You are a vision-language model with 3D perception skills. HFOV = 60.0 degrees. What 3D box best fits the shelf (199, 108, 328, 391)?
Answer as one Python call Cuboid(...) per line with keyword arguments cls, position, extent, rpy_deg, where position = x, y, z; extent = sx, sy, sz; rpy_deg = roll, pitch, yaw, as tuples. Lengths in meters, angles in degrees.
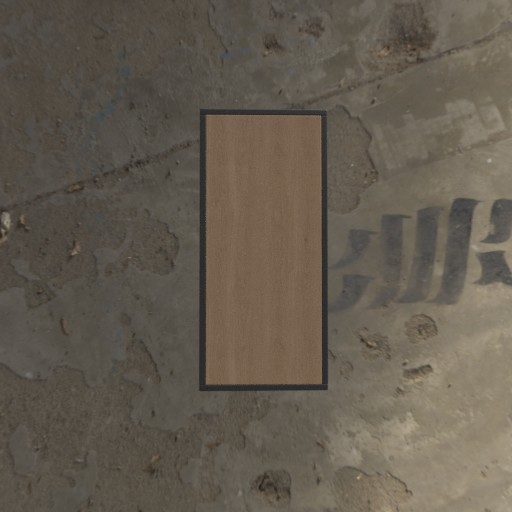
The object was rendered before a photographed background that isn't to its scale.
Cuboid(cls="shelf", position=(0.000, 0.000, 2.132), extent=(0.350, 1.850, 0.770), rpy_deg=(0, 89, -1))
